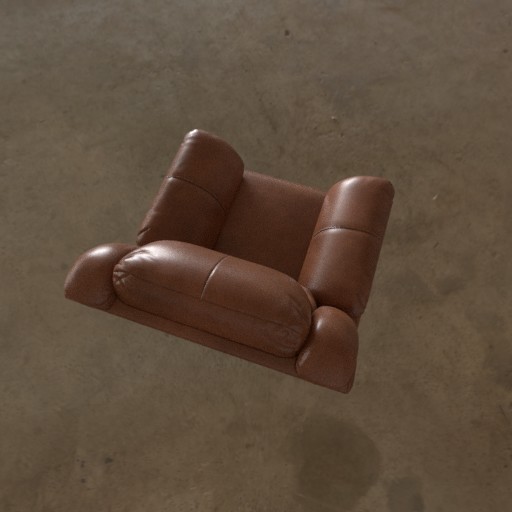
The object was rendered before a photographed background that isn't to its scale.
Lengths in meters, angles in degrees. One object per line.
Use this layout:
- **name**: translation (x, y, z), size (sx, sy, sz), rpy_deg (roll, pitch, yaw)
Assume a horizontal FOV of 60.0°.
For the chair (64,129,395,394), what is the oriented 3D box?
- **chair**: translation (0.000, 0.000, 1.868), size (0.990, 1.093, 1.041), rpy_deg (17, 65, 8)
